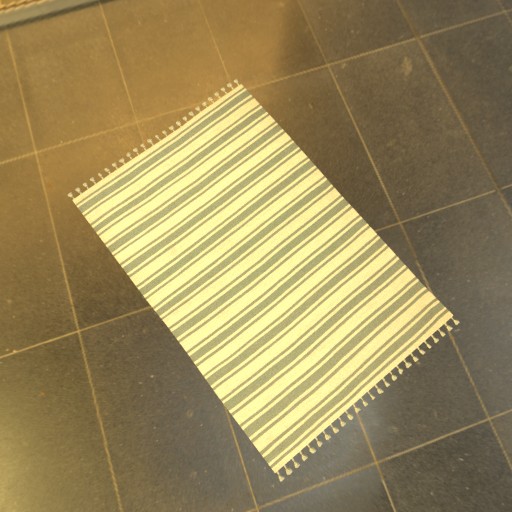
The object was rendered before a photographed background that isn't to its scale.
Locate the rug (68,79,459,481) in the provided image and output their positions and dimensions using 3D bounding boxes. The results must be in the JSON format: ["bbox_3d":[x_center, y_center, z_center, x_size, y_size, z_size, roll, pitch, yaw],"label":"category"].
[{"bbox_3d":[0.000,0.000,3.052,1.539,0.011,2.410,-38,78,-9],"label":"rug"}]
